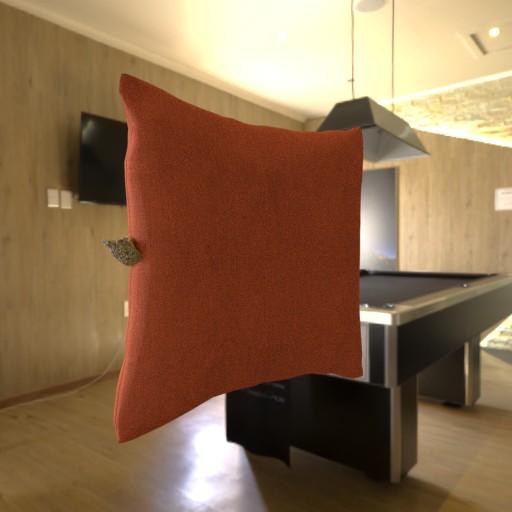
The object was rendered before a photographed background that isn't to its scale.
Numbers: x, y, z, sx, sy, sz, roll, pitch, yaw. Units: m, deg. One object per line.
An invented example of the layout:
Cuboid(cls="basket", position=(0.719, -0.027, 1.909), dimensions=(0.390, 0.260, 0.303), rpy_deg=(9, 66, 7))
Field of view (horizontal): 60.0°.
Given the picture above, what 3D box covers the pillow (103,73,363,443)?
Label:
Cuboid(cls="pillow", position=(0.000, 0.000, 0.725), dimensions=(0.490, 0.482, 0.165), rpy_deg=(-2, 3, -36))
